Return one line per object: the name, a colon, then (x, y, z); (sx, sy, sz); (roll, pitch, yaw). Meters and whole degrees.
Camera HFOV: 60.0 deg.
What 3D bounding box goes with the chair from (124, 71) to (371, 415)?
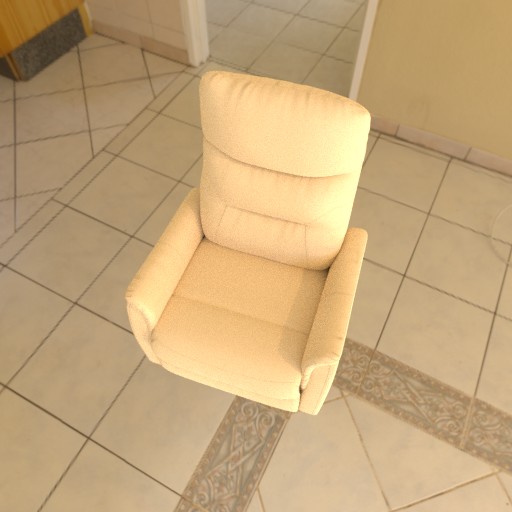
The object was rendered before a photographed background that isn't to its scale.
chair: (0.000, 0.000, 1.657); (0.775, 1.082, 0.831); (15, 58, 10)
